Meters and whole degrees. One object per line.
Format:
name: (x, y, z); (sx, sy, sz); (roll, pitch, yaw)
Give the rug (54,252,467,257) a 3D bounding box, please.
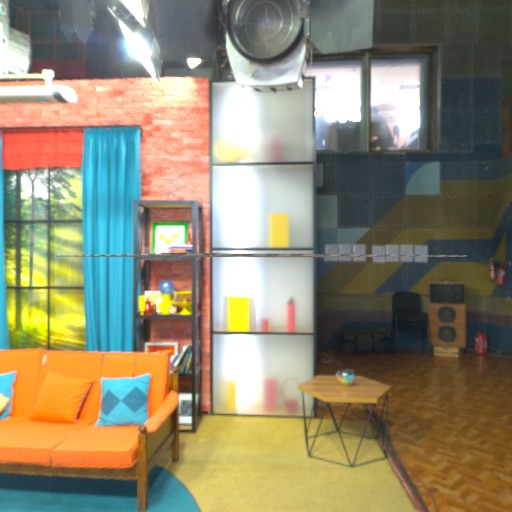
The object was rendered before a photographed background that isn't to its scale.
rug: (0.000, 0.000, 4.155); (3.021, 0.013, 2.432); (0, 0, -36)
